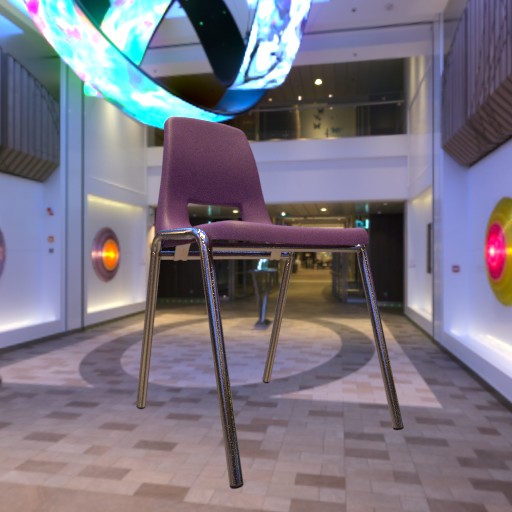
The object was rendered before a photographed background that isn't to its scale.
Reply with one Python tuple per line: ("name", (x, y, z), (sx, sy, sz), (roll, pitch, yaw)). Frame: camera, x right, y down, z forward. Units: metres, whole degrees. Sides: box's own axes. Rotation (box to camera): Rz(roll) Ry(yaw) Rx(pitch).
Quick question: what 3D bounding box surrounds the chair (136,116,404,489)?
("chair", (0.000, 0.000, 0.895), (0.381, 0.654, 0.432), (0, 0, -35))
